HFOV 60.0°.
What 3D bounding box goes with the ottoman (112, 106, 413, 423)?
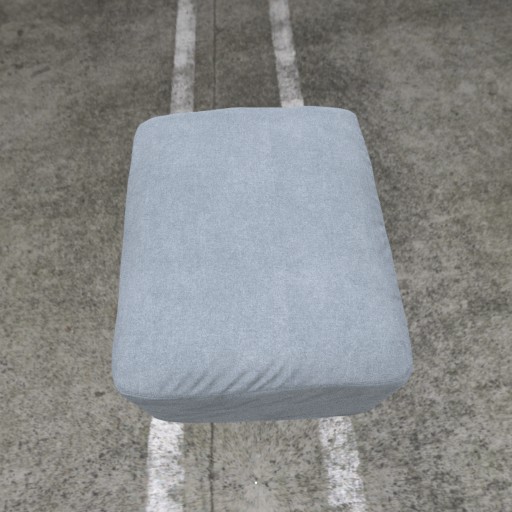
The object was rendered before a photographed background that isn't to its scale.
[{"bbox_3d":[0.000,0.000,1.259,0.683,0.481,0.837,-3,63,-2],"label":"ottoman"}]
